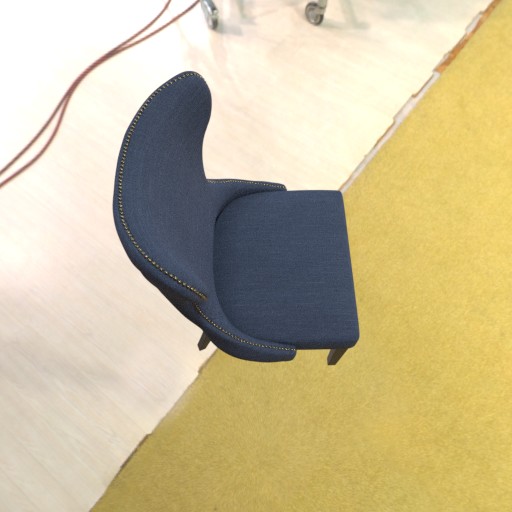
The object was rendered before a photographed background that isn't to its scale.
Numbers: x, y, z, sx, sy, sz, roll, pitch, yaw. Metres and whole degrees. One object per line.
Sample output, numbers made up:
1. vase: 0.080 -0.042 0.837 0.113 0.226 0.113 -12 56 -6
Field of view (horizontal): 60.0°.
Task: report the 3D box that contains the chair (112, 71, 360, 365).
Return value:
1. chair: 0.000 0.000 1.411 0.635 0.967 0.628 -1 65 -1
